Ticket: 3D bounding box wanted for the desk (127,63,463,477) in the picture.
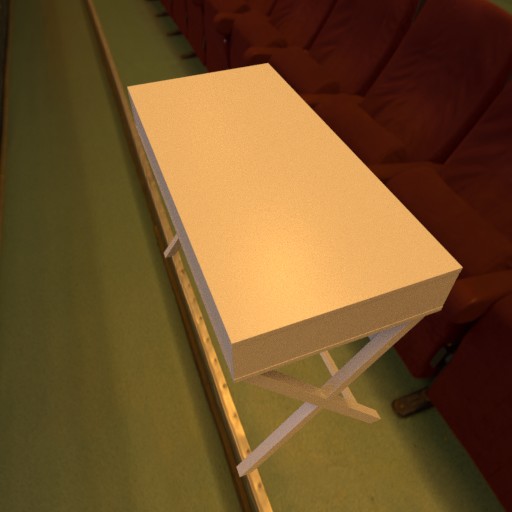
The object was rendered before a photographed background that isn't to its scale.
[{"bbox_3d":[0.000,0.000,1.473,0.509,0.780,1.059,-16,49,-14],"label":"desk"}]
